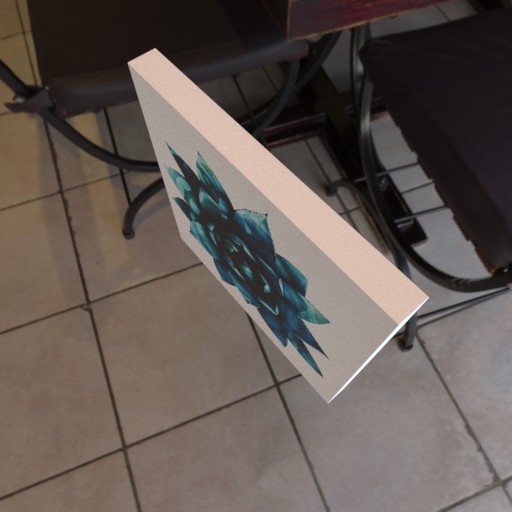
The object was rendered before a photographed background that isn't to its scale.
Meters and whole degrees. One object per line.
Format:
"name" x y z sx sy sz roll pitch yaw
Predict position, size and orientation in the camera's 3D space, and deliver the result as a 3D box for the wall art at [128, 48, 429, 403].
"wall art" 0.000 0.000 0.619 0.038 0.406 0.406 -37 69 -17
